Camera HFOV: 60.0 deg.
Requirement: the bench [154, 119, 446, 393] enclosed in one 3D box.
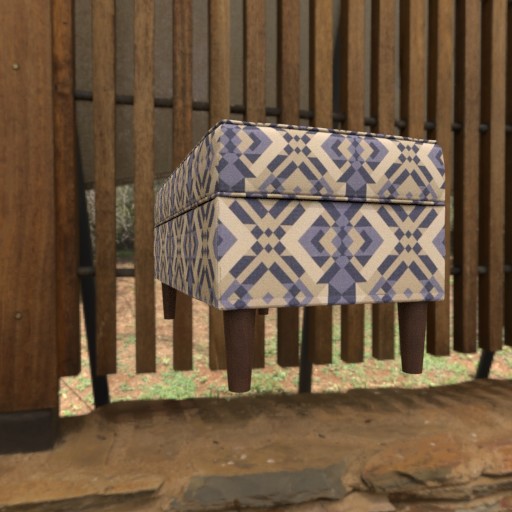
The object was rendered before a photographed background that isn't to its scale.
[{"bbox_3d":[0.000,0.000,1.292,0.492,0.477,1.016,0,0,-19],"label":"bench"}]
